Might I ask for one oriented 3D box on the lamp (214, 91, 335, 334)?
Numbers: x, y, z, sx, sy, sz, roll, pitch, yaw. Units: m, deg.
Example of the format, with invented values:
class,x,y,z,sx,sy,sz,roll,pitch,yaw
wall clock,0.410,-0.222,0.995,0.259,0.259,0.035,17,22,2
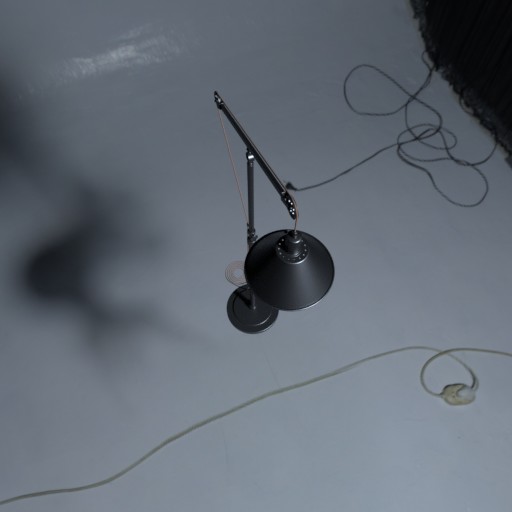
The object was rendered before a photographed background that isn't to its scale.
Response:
class,x,y,z,sx,sy,sz,roll,pitch,yaw
lamp,0.000,0.000,1.971,0.319,1.626,0.904,-18,64,-9
